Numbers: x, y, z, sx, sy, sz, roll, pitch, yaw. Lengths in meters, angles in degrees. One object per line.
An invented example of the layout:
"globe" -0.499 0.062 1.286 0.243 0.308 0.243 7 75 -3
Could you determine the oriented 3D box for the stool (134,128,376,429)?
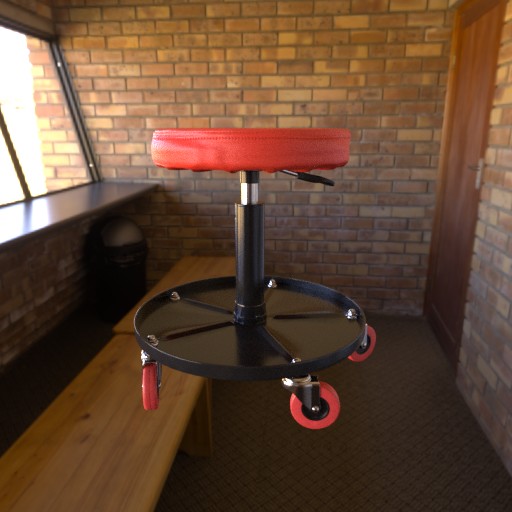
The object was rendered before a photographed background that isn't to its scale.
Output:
"stool" 0.000 0.000 0.662 0.382 0.365 0.381 -8 17 -25
